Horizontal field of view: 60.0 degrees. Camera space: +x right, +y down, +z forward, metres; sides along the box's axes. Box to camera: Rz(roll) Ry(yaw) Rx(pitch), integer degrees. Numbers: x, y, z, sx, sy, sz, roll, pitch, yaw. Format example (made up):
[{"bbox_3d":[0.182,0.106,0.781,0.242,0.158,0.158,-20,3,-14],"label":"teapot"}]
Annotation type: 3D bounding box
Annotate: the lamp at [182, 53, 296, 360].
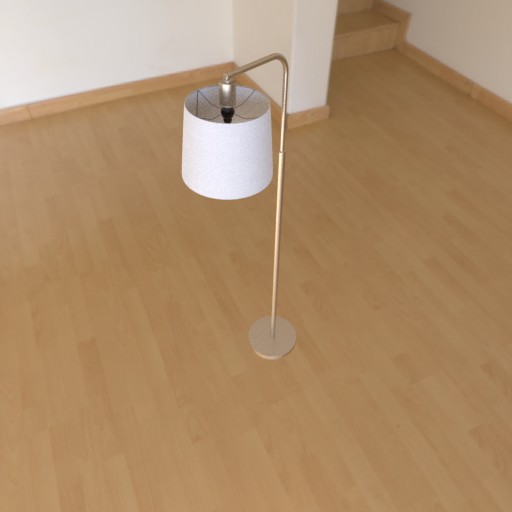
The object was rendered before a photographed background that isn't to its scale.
[{"bbox_3d":[0.000,0.000,1.658,0.254,1.478,0.508,32,55,25],"label":"lamp"}]
